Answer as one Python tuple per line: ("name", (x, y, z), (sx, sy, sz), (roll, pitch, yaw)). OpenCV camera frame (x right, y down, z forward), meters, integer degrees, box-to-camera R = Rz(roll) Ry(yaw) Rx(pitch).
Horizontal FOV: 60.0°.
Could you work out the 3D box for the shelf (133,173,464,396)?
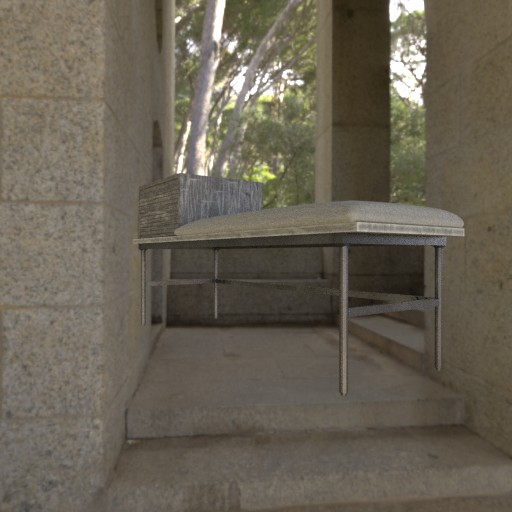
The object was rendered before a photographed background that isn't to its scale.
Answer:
("shelf", (0.000, 0.000, 1.622), (0.457, 0.633, 1.342), (0, 0, -36))
